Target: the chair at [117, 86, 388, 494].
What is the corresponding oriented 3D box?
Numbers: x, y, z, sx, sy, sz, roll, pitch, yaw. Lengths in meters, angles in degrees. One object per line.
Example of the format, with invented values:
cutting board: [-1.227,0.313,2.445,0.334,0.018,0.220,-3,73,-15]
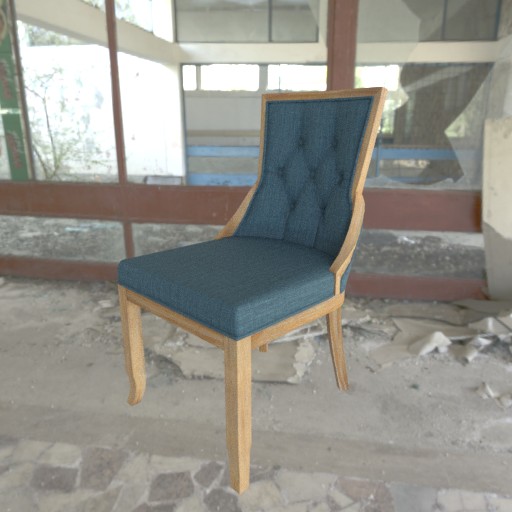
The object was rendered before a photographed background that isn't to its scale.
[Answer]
chair: [0.000,0.000,1.315,0.524,0.947,0.641,16,23,42]
